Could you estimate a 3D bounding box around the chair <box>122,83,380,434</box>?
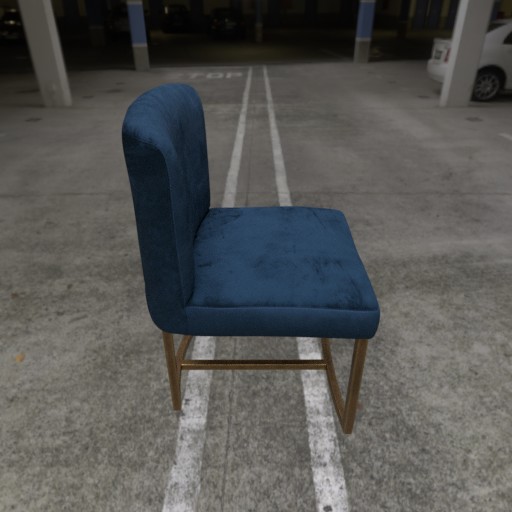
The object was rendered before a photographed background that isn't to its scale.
[{"bbox_3d":[0.000,0.000,1.190,0.560,0.824,0.530,0,31,0],"label":"chair"}]
